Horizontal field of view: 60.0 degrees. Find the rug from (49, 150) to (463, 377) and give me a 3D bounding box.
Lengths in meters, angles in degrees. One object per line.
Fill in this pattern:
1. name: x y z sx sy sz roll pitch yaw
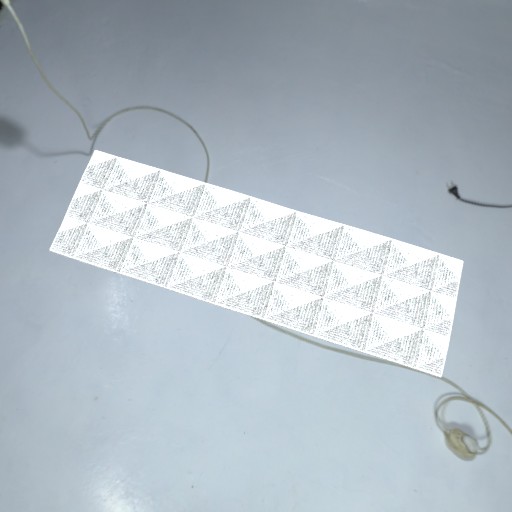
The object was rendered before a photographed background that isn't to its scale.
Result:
1. rug: 0.000 0.000 2.414 2.182 0.015 0.645 17 75 5
